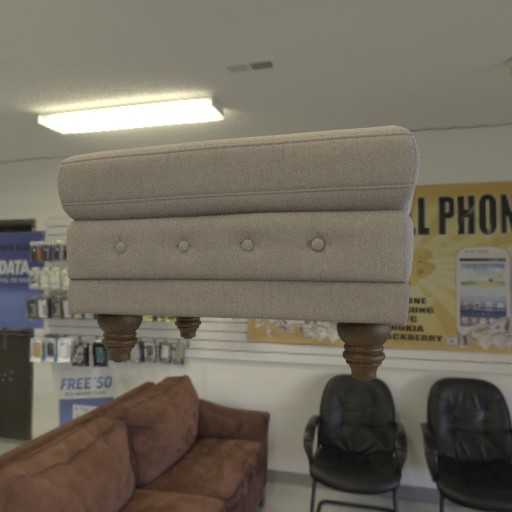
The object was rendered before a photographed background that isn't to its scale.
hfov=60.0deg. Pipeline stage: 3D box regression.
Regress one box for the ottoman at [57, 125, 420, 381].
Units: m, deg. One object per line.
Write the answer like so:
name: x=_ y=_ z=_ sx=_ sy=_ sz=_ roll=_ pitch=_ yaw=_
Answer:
ottoman: x=0.000 y=0.000 z=1.133 sx=0.771 sy=0.500 sz=0.569 roll=0 pitch=-2 yaw=18
